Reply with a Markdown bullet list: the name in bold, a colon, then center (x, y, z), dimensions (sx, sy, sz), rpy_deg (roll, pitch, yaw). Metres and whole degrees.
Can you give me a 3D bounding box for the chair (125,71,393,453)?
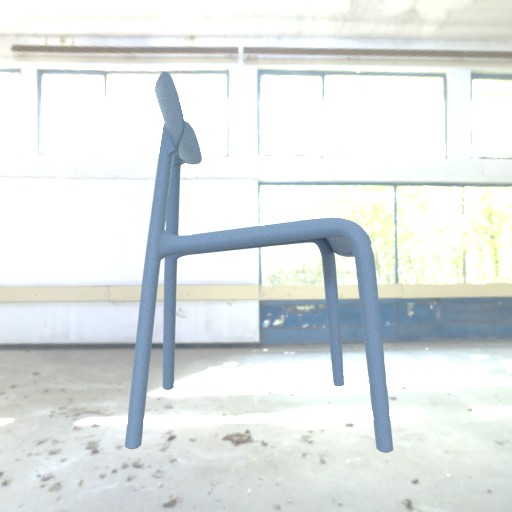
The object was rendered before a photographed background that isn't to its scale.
- **chair**: center (0.000, 0.000, 0.823), dimensions (0.401, 0.580, 0.356), rpy_deg (0, 0, -1)
